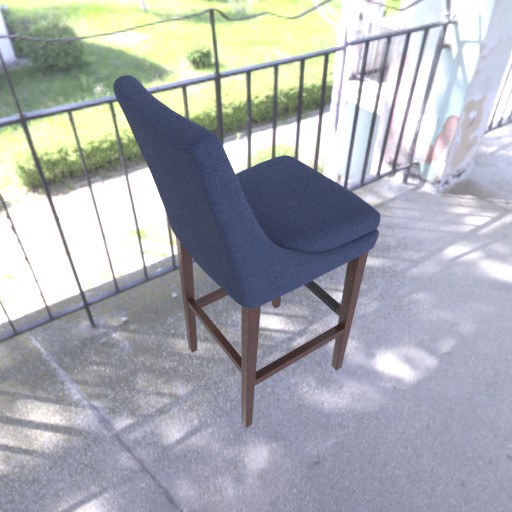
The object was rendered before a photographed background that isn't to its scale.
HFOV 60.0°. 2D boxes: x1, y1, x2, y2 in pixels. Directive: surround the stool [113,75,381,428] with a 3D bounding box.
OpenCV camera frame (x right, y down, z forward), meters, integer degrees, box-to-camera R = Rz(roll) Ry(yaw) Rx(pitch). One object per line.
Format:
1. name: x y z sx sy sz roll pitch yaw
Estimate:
1. stool: 0.000 0.000 1.371 0.577 1.078 0.470 -24 46 -26
